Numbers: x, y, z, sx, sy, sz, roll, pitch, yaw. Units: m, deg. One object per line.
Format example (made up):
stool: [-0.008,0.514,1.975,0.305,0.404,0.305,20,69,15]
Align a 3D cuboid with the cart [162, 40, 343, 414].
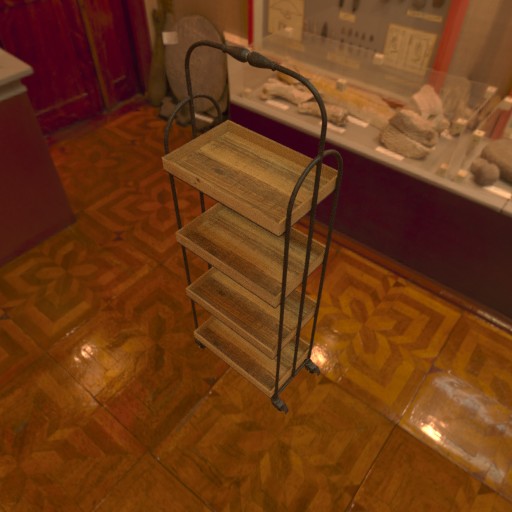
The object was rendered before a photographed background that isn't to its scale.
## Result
cart: [0.000,0.000,1.647,0.581,1.481,0.308,32,54,27]
